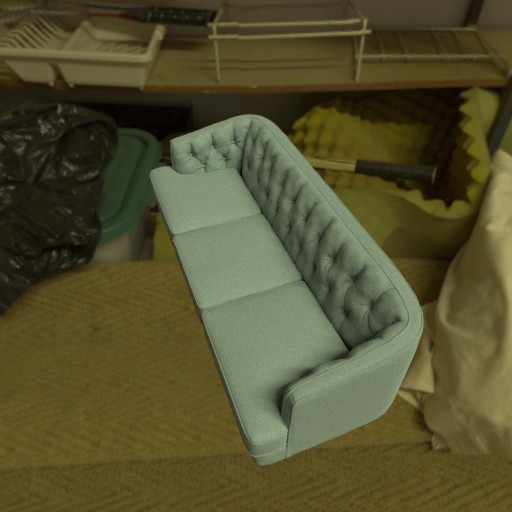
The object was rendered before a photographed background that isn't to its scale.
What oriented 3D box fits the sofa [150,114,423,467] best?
[{"bbox_3d":[0.000,0.000,2.808,0.941,0.855,2.278,-15,47,-15],"label":"sofa"}]
